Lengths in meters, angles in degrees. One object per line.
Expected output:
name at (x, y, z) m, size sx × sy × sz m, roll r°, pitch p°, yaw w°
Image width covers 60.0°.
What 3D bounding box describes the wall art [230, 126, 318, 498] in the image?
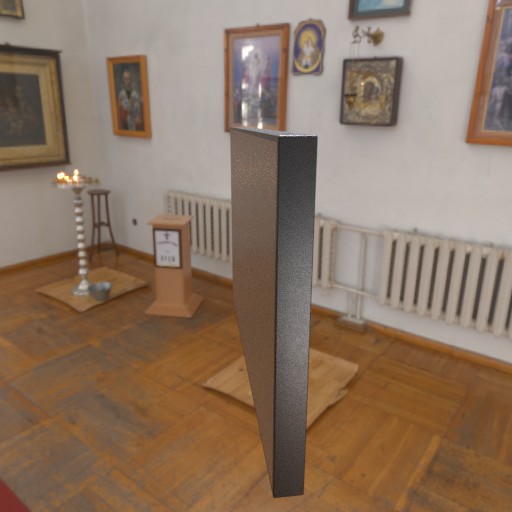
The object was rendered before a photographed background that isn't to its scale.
wall art at (0.000, 0.000, 1.165) m, size 0.058 × 0.640 × 0.939 m, roll -2°, pitch 17°, yaw -7°
